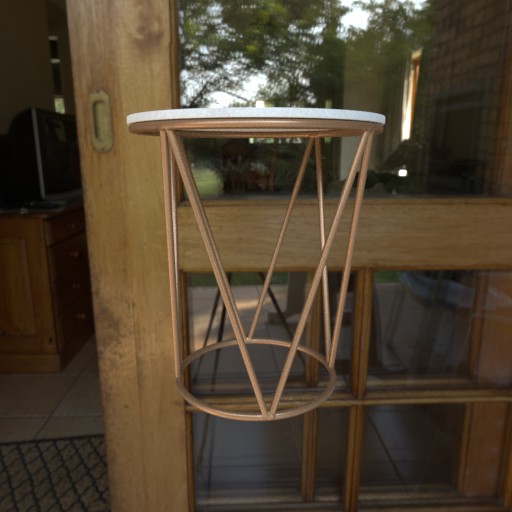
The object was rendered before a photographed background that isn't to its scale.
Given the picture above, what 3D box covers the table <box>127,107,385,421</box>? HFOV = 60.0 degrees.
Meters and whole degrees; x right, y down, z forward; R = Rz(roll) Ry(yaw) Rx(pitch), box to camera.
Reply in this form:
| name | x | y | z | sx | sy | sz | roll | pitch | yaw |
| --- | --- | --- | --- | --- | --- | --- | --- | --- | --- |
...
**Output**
| name | x | y | z | sx | sy | sz | roll | pitch | yaw |
| --- | --- | --- | --- | --- | --- | --- | --- | --- | --- |
| table | 0.000 | 0.000 | 0.955 | 0.500 | 0.564 | 0.500 | 0 | 13 | 0 |
